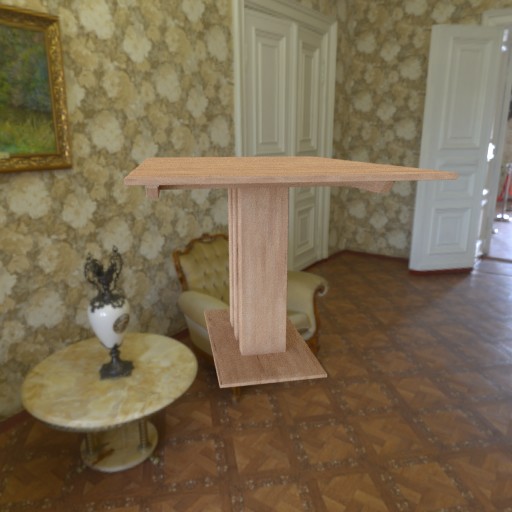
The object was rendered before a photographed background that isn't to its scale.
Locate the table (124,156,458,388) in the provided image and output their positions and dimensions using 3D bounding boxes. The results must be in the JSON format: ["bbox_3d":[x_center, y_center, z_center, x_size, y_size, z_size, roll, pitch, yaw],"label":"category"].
[{"bbox_3d":[0.000,0.000,1.869,0.900,0.770,1.300,-3,15,-11],"label":"table"}]
